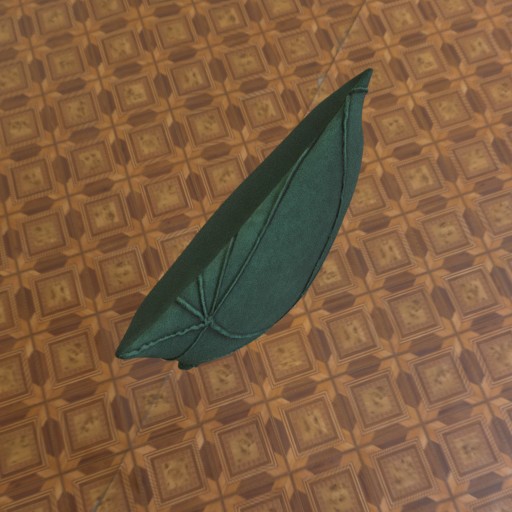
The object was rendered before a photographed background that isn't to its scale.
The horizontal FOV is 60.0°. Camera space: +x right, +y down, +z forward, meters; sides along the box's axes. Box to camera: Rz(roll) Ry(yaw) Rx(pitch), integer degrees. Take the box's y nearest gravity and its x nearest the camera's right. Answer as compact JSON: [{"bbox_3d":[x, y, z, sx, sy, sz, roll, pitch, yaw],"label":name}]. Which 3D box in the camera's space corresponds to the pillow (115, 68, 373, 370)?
[{"bbox_3d":[0.000,0.000,0.678,0.184,0.440,0.439,38,78,9],"label":"pillow"}]
